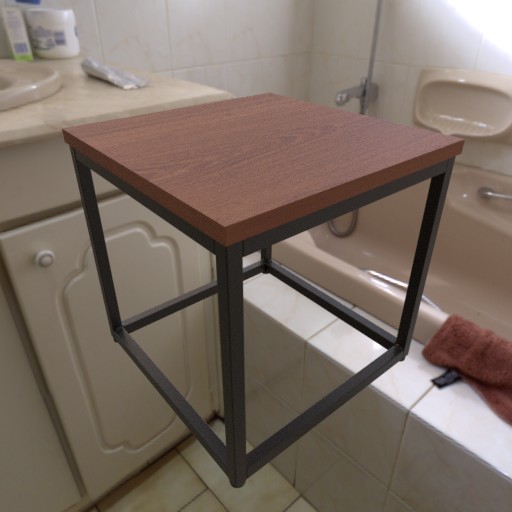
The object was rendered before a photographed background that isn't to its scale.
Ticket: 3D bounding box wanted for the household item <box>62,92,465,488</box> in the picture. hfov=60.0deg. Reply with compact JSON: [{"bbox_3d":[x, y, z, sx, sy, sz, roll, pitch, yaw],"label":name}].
[{"bbox_3d":[0.000,0.000,0.723,0.400,0.400,0.400,-23,38,-33],"label":"household item"}]
